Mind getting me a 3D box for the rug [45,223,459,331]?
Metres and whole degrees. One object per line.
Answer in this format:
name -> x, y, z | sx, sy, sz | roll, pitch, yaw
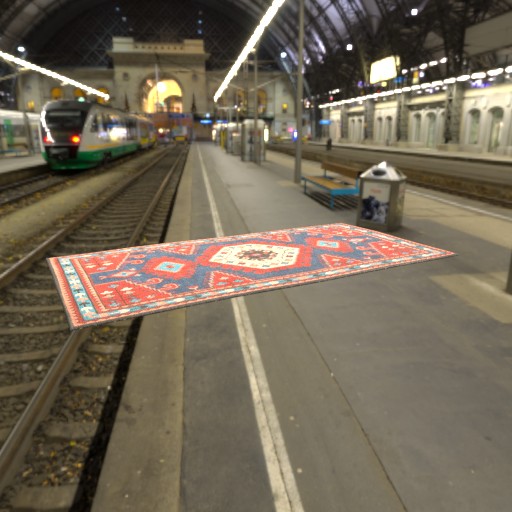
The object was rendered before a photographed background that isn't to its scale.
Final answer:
rug -> 0.000, 0.000, 3.629 | 3.032, 0.034, 1.522 | -8, 18, -28
